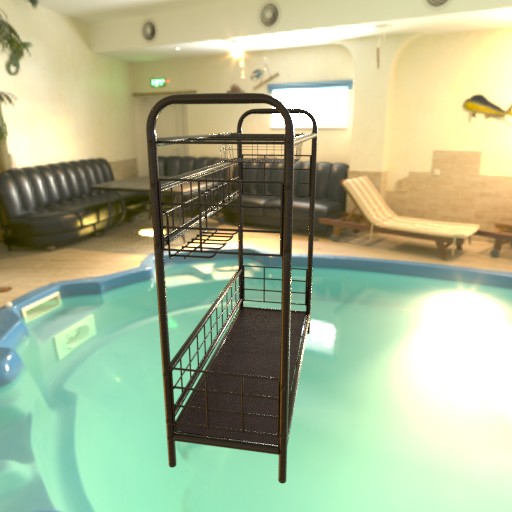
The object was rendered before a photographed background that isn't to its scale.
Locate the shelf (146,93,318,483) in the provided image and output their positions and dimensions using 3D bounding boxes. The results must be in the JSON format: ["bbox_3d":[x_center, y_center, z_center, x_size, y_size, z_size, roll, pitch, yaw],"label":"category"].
[{"bbox_3d":[0.000,0.000,1.571,0.350,1.026,0.961,3,17,10],"label":"shelf"}]
